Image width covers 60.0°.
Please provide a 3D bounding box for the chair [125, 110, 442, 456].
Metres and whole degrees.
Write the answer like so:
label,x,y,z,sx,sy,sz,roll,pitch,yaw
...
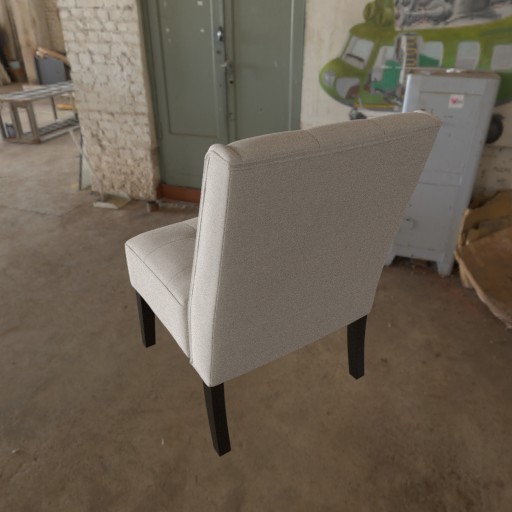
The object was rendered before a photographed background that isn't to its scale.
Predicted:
label,x,y,z,sx,sy,sz,roll,pitch,yaw
chair,0.000,0.000,1.278,0.569,0.853,0.676,-18,34,-29
